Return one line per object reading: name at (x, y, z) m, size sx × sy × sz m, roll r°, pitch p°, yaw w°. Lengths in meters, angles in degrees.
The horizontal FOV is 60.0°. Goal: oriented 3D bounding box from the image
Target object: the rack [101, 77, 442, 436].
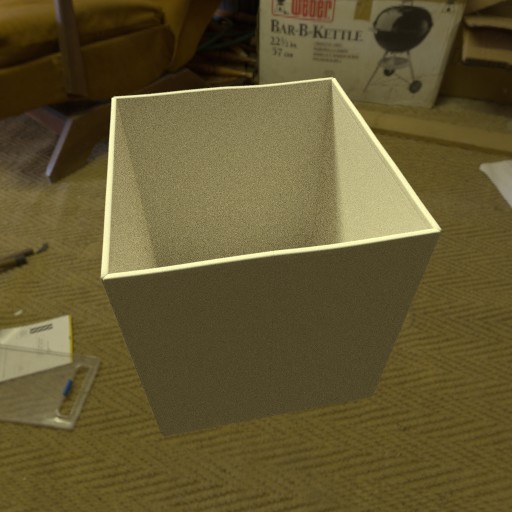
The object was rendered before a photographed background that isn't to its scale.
rack at (0.000, 0.000, 0.509) m, size 0.270 × 0.280 × 0.270 m, roll -8°, pitch 47°, yaw -8°
